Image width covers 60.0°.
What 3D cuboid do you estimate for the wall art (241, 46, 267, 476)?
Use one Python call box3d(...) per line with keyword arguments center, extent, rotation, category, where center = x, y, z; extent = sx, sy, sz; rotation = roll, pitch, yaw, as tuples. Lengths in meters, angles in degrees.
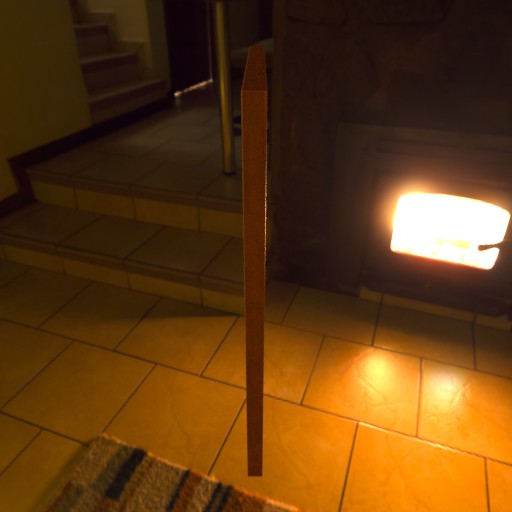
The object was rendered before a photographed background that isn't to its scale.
box3d(center=(0.000, 0.000, 1.130), extent=(0.037, 0.914, 0.610), rotation=(0, 31, 0), category="wall art")
